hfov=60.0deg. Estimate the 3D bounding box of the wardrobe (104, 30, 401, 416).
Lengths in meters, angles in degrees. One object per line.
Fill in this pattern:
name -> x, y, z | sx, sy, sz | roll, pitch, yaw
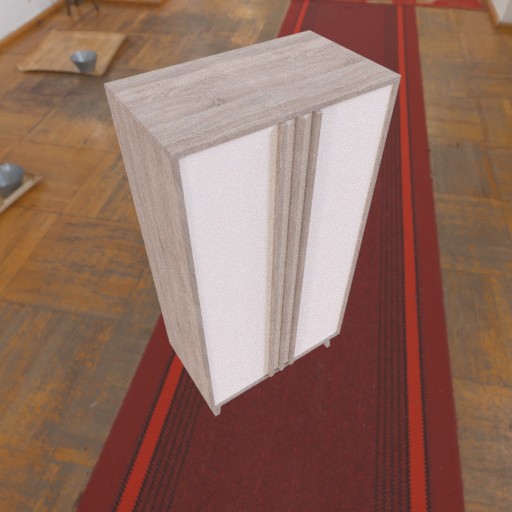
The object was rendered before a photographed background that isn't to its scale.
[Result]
wardrobe -> 0.000, 0.000, 2.419 | 1.000, 1.960, 0.600 | -26, 51, -23
